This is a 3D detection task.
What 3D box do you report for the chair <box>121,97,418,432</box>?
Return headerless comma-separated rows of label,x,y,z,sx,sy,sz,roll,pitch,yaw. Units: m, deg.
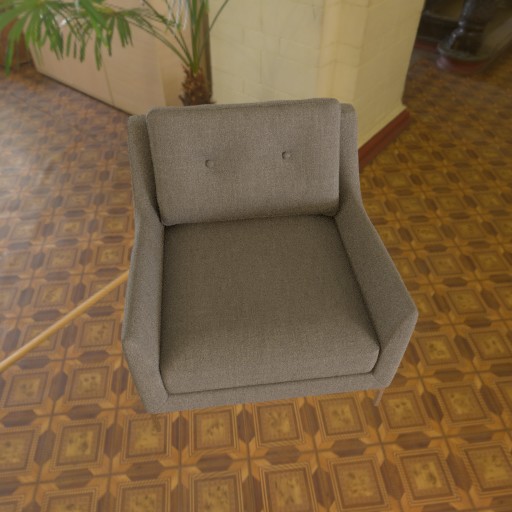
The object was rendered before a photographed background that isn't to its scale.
chair,0.000,0.000,1.561,0.847,0.828,0.849,-5,45,-5
